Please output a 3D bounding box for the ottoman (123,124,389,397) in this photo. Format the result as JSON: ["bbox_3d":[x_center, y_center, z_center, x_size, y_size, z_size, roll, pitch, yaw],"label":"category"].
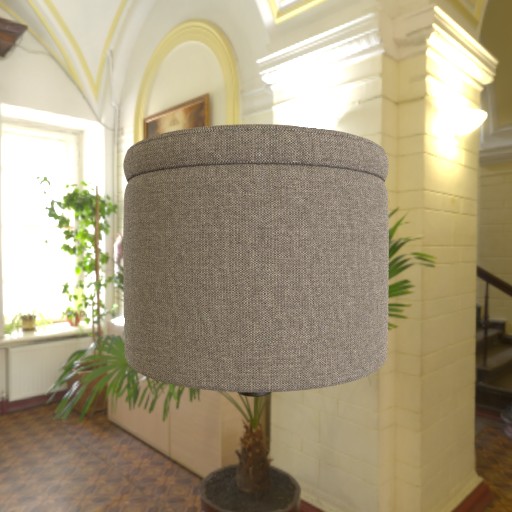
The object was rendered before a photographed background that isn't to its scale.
[{"bbox_3d":[0.000,0.000,0.907,0.520,0.430,0.520,0,1,0],"label":"ottoman"}]
